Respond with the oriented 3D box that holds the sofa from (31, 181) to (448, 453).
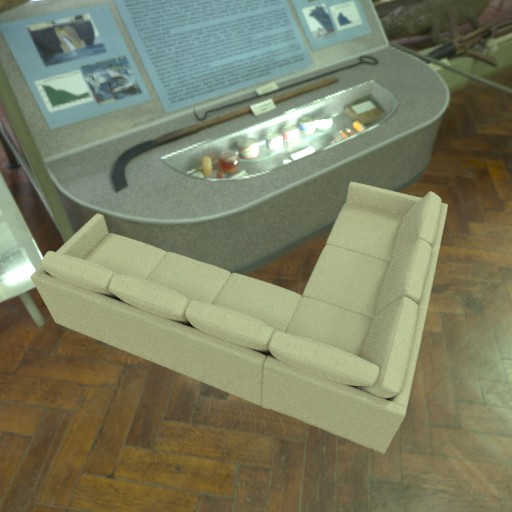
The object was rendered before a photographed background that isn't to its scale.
[{"bbox_3d":[0.000,0.000,4.296,3.182,0.871,2.432,17,48,16],"label":"sofa"}]
